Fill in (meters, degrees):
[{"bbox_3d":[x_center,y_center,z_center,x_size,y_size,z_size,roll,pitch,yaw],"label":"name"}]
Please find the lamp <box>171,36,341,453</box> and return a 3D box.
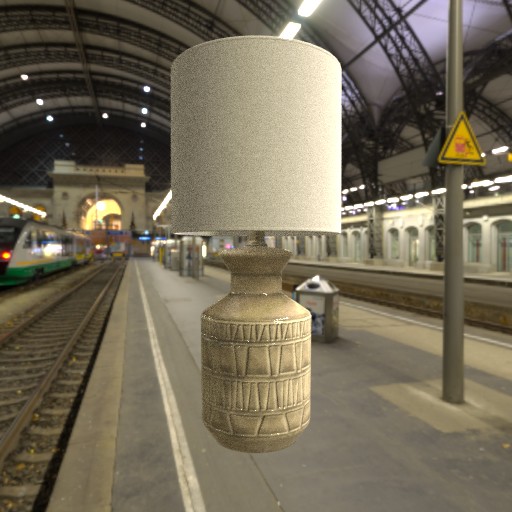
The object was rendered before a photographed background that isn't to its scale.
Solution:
[{"bbox_3d":[0.000,0.000,0.562,0.211,0.455,0.211,-1,1,-37],"label":"lamp"}]
